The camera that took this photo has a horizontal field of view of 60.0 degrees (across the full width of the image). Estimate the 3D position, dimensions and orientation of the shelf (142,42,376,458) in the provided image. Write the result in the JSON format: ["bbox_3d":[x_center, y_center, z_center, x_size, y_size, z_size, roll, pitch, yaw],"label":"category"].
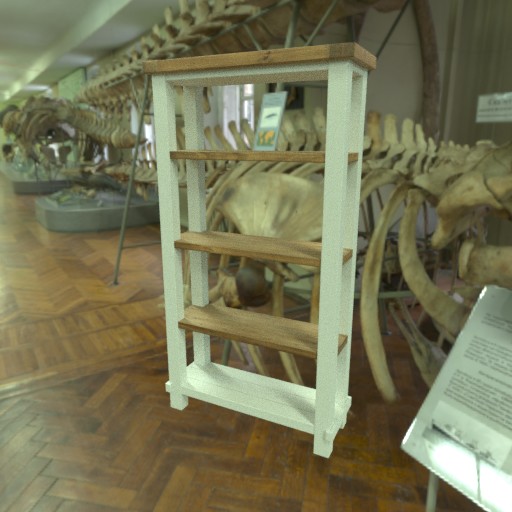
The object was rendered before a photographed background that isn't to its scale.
[{"bbox_3d":[0.000,0.000,2.291,1.022,1.878,0.381,7,17,26],"label":"shelf"}]
